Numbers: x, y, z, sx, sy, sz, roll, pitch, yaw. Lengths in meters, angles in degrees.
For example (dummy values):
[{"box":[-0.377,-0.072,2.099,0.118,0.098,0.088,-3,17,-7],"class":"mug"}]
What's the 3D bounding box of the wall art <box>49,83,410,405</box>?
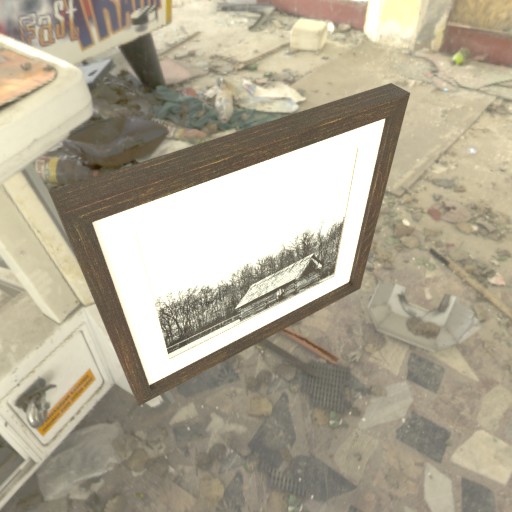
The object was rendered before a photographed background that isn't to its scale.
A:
[{"box":[0.000,0.000,0.542,0.381,0.330,0.031,-24,50,-22],"class":"wall art"}]
